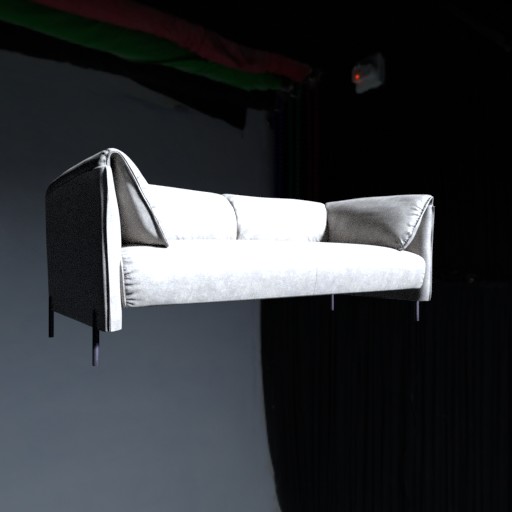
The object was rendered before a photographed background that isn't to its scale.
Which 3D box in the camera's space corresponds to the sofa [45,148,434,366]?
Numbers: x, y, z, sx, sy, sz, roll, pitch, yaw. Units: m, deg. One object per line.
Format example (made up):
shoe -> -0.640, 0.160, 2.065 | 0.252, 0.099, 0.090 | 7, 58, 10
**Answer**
sofa -> 0.000, 0.000, 2.293 | 1.878, 0.747, 0.905 | 0, 0, -36
